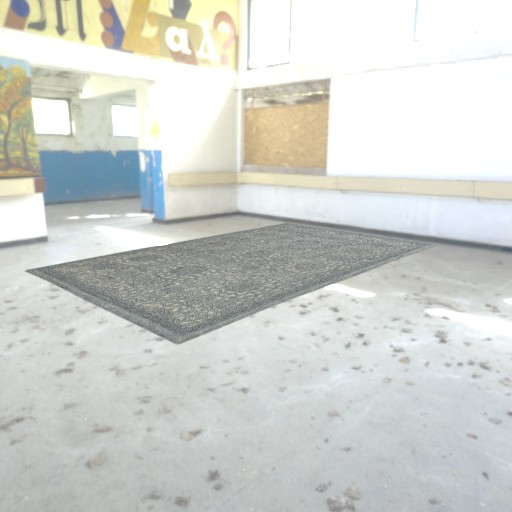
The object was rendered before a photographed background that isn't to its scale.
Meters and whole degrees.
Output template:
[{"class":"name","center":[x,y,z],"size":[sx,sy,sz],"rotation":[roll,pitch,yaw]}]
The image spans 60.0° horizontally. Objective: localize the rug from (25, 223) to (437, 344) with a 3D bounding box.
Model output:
[{"class":"rug","center":[0.000,0.000,3.072],"size":[1.535,0.022,2.498],"rotation":[12,18,42]}]
